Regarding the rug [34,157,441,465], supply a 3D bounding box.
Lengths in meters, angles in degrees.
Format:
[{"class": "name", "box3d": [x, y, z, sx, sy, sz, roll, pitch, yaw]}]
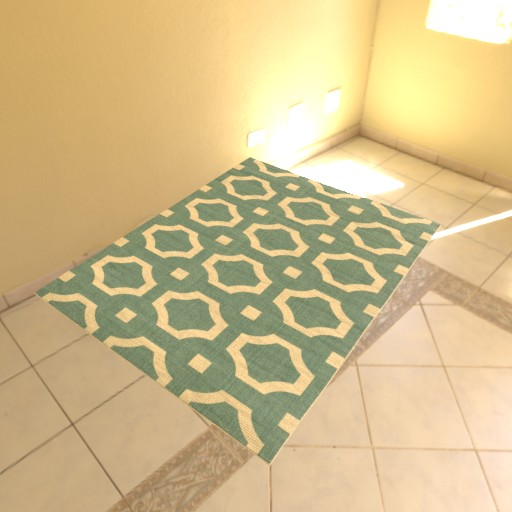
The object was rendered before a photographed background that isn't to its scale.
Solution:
[{"class": "rug", "box3d": [0.000, 0.000, 4.160, 2.466, 0.021, 3.049, 25, 46, 27]}]
